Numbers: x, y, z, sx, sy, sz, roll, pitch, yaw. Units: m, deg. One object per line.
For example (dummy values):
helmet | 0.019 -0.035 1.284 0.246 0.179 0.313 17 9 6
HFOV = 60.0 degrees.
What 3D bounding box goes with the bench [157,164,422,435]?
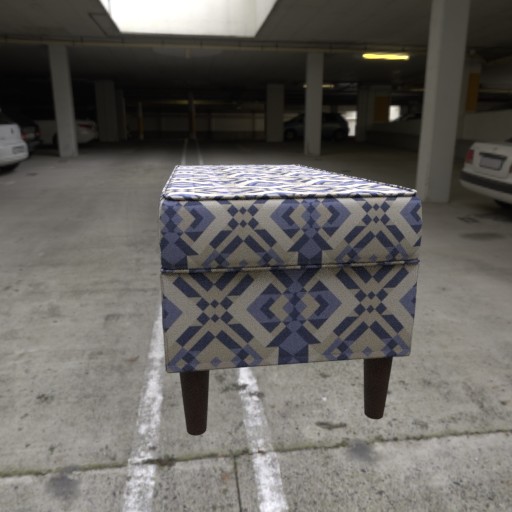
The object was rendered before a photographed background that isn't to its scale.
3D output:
bench | 0.000 0.000 1.298 0.492 0.477 1.016 -2 15 -8
